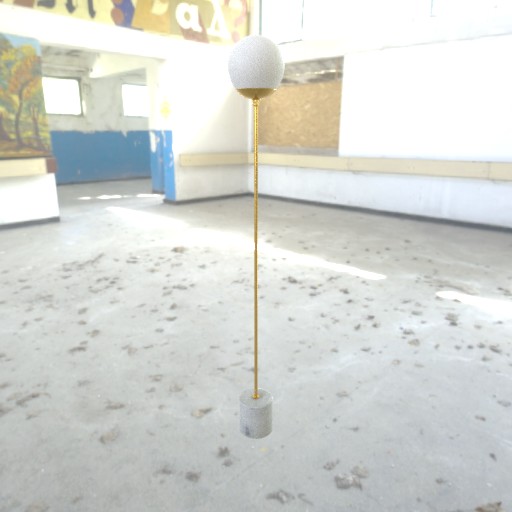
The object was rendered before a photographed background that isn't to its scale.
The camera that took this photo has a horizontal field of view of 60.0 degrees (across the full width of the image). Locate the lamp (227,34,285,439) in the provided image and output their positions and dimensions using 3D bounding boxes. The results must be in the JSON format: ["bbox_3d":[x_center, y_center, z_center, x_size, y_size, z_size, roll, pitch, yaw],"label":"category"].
[{"bbox_3d":[0.000,0.000,1.932,0.224,1.753,0.224,15,22,43],"label":"lamp"}]
